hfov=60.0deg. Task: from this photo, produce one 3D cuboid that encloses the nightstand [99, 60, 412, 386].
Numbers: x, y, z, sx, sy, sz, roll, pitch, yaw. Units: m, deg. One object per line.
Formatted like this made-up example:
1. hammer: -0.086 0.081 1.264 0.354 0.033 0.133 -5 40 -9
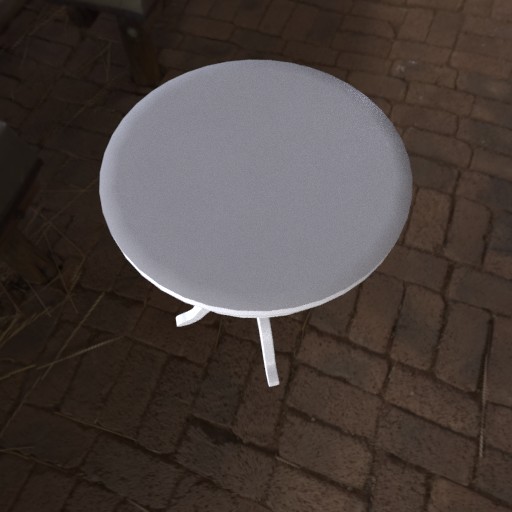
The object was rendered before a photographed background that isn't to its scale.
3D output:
1. nightstand: 0.000 0.000 1.023 0.513 0.653 0.513 -3 63 -1
